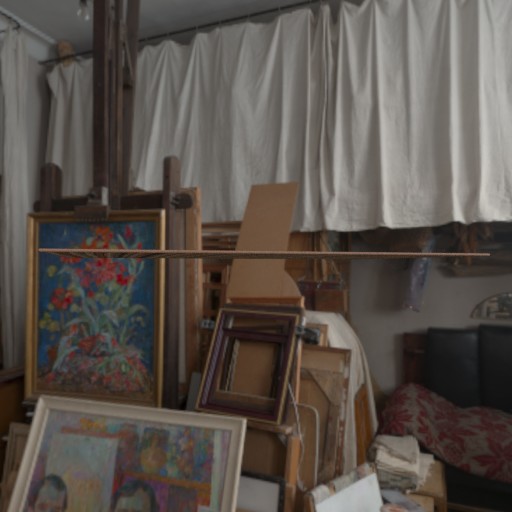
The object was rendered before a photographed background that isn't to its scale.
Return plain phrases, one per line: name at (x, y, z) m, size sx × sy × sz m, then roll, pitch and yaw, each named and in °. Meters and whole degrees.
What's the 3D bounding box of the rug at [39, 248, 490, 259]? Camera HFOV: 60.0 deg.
rug at (0.000, 0.000, 2.974) m, size 2.438 × 0.014 × 1.523 m, roll 0°, pitch -1°, yaw -18°
